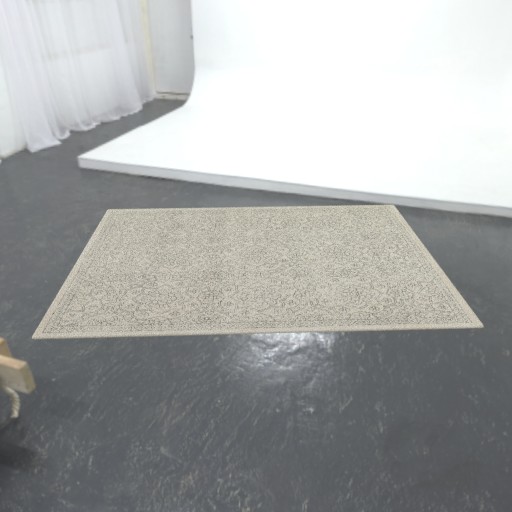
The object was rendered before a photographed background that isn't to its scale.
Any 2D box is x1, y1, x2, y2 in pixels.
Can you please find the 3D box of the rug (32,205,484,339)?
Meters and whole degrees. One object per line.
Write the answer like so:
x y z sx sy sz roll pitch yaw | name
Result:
0.000 0.000 2.885 2.286 0.011 1.524 -1 31 -2 | rug
